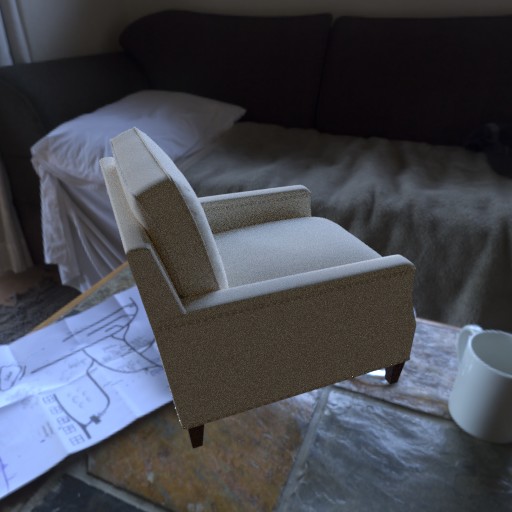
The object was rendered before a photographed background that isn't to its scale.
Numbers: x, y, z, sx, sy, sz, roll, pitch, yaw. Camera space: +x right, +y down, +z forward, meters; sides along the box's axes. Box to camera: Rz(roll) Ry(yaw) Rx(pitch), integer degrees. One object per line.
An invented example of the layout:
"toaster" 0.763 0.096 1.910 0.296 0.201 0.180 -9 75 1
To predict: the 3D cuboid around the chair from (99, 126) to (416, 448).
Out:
"chair" 0.000 0.000 1.743 1.014 0.943 0.853 -11 31 -19
